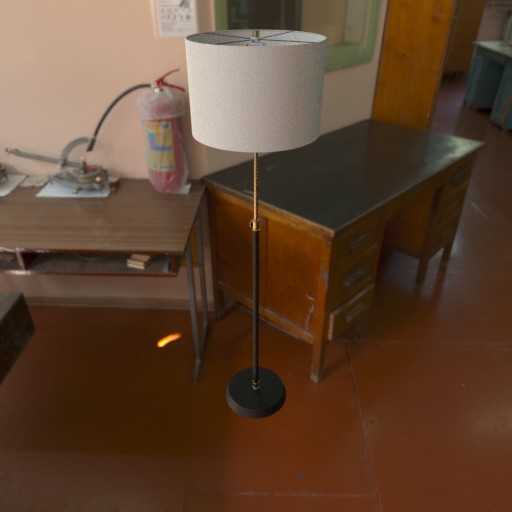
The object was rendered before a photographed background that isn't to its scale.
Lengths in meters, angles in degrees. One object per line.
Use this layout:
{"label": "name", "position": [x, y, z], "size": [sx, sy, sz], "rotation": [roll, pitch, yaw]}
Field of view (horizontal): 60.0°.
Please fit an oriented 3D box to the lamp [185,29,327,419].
{"label": "lamp", "position": [0.000, 0.000, 1.666], "size": [0.404, 1.517, 0.404], "rotation": [21, 38, 29]}
